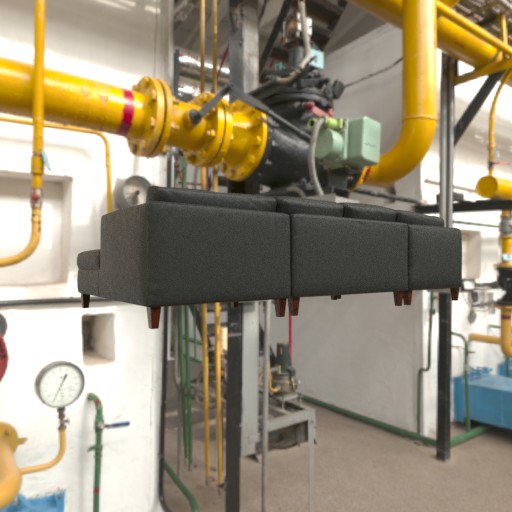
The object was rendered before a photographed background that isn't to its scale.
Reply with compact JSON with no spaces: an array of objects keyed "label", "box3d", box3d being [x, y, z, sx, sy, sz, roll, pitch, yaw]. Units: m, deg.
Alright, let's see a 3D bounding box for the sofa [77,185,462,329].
[{"label":"sofa","box3d":[0.000,0.000,4.604,3.460,0.923,2.593,1,-1,-36]}]
